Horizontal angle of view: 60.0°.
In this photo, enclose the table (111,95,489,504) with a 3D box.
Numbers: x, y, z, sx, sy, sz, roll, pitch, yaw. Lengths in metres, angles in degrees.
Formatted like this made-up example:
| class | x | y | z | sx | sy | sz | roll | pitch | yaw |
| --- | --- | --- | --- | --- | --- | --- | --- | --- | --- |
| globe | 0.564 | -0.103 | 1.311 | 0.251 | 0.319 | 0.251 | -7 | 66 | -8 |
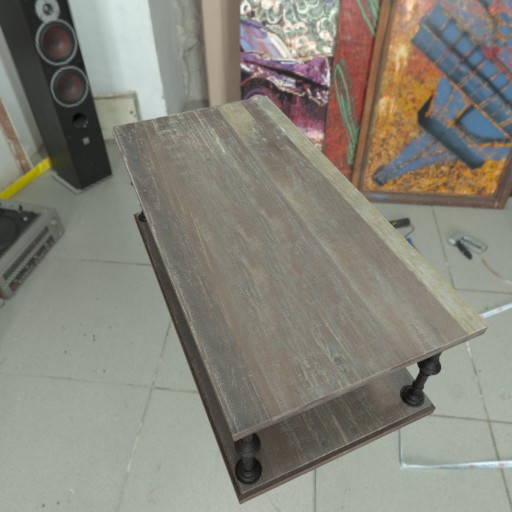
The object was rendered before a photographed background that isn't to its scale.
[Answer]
| class | x | y | z | sx | sy | sz | roll | pitch | yaw |
| --- | --- | --- | --- | --- | --- | --- | --- | --- | --- |
| table | 0.000 | 0.000 | 1.308 | 0.554 | 0.399 | 1.088 | -17 | 48 | -16 |
